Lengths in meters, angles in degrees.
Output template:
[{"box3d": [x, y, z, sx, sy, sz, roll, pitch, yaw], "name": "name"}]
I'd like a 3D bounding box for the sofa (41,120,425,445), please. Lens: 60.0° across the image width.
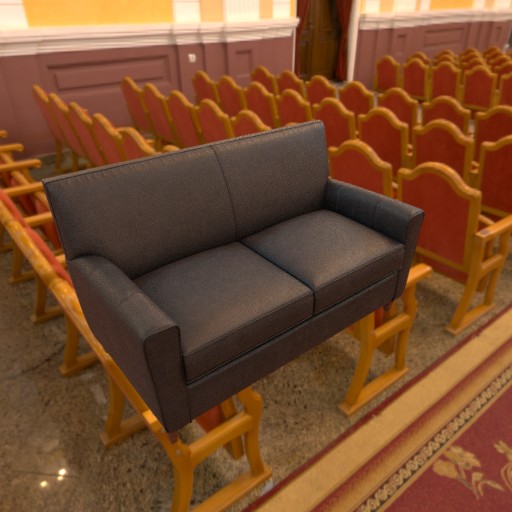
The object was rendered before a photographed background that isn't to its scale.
[{"box3d": [0.000, 0.000, 2.032, 1.473, 0.871, 0.787, -22, 37, -32], "name": "sofa"}]
